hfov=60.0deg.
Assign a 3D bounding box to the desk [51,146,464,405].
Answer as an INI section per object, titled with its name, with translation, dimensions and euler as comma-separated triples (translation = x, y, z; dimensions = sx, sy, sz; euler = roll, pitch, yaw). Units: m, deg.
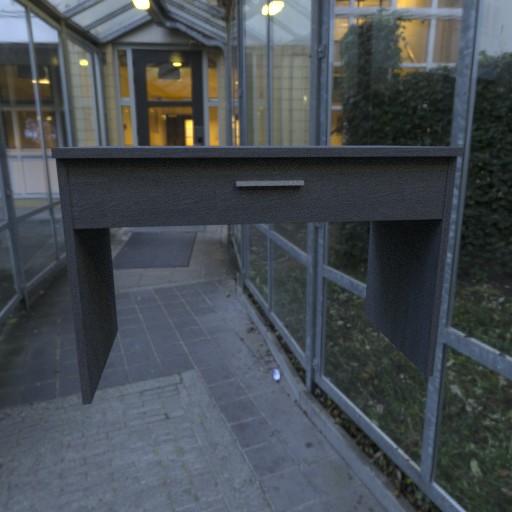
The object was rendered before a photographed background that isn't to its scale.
[desk]
translation = 0.000, 0.000, 1.521
dimensions = 1.099, 0.729, 0.557
euler = -2, 15, -8
